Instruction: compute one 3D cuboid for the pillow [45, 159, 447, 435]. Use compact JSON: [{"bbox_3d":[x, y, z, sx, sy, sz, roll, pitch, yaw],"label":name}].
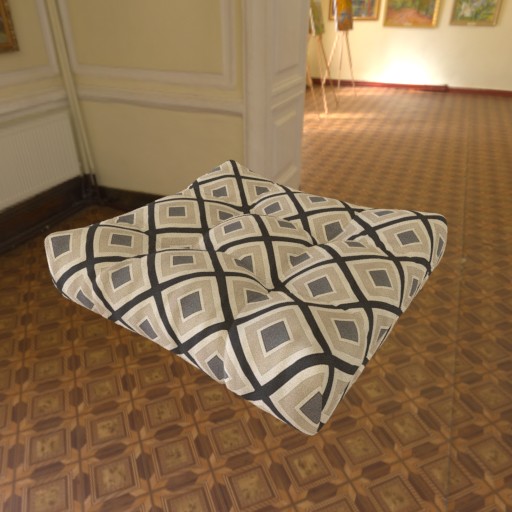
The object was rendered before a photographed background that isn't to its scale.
[{"bbox_3d":[0.000,0.000,0.724,0.490,0.128,0.468,21,36,30],"label":"pillow"}]
